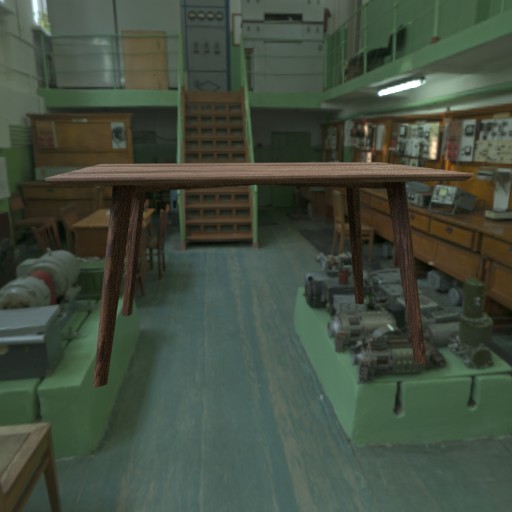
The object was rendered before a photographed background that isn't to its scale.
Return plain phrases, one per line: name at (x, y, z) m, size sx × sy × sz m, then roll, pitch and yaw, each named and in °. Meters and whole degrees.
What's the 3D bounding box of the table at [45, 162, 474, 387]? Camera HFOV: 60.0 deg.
table at (0.000, 0.000, 1.855) m, size 1.349 × 0.724 × 0.801 m, roll -2°, pitch 15°, yaw -8°
